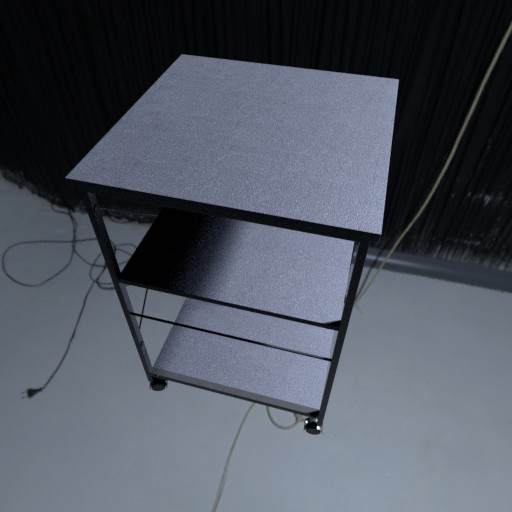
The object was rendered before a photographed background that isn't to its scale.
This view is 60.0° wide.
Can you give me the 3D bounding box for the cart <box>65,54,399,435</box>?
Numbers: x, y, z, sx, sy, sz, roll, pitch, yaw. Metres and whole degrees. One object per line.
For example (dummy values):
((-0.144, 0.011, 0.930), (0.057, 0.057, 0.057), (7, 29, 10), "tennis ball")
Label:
((0.000, 0.000, 1.141), (0.520, 0.762, 0.521), (11, 47, 10), "cart")
